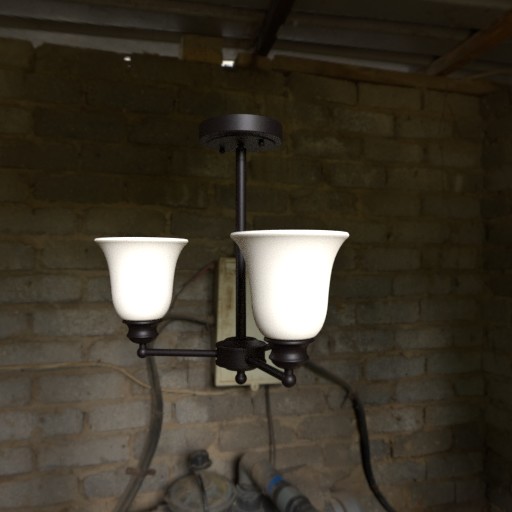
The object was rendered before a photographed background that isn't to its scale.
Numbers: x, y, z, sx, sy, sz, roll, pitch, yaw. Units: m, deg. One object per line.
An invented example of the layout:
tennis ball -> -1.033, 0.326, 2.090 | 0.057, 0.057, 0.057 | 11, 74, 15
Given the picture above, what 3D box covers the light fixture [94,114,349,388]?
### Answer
light fixture -> 0.000, 0.000, 0.669 | 0.388, 0.370, 0.354 | 0, 0, 36
